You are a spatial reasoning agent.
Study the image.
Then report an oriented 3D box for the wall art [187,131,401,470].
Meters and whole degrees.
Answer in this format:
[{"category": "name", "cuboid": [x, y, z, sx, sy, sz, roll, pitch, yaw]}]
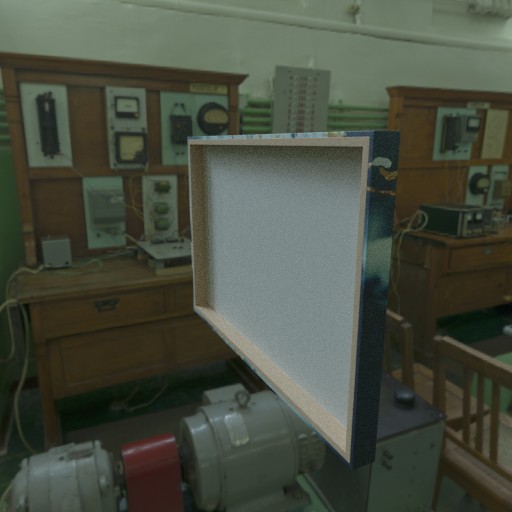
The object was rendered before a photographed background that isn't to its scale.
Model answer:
[{"category": "wall art", "cuboid": [0.000, 0.000, 0.770, 0.036, 0.405, 0.607, -7, 16, -26]}]
